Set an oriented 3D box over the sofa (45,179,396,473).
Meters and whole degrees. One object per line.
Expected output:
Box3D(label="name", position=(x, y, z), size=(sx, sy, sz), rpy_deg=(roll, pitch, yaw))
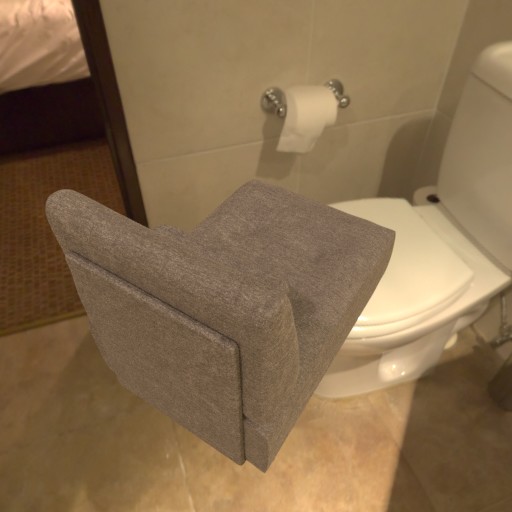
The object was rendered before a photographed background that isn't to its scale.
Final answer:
Box3D(label="sofa", position=(0.000, 0.000, 1.525), size=(0.700, 0.820, 1.000), rpy_deg=(25, 50, 23))
